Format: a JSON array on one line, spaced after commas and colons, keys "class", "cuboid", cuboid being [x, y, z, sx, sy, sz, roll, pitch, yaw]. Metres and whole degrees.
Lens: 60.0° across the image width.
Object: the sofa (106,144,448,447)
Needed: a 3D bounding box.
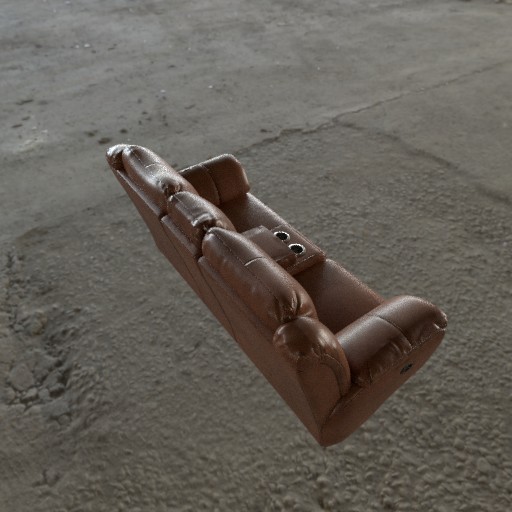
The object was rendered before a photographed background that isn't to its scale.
[{"class": "sofa", "cuboid": [0.000, 0.000, 2.649, 0.991, 1.043, 2.058, -25, 47, -26]}]
